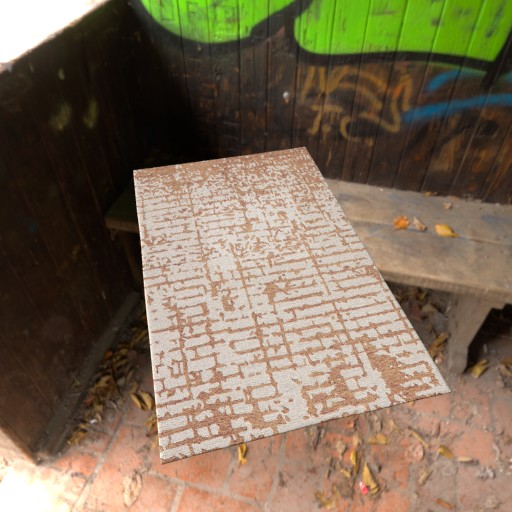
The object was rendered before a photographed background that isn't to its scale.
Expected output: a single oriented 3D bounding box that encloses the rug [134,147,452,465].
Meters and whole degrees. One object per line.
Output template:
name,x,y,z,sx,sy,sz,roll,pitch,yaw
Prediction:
rug,0.000,0.000,3.024,1.517,0.011,2.435,-10,47,-10
